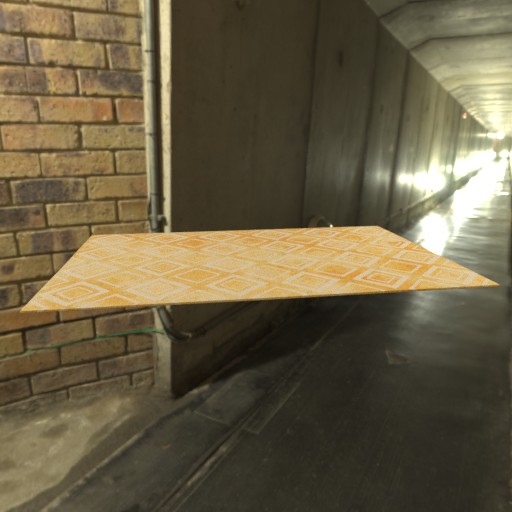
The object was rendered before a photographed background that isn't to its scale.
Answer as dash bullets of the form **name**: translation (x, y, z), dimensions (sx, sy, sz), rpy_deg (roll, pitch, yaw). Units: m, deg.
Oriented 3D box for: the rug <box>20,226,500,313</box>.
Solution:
- **rug**: translation (0.000, 0.000, 2.234), dimensions (1.829, 0.010, 1.213), rpy_deg (-2, 16, -8)
